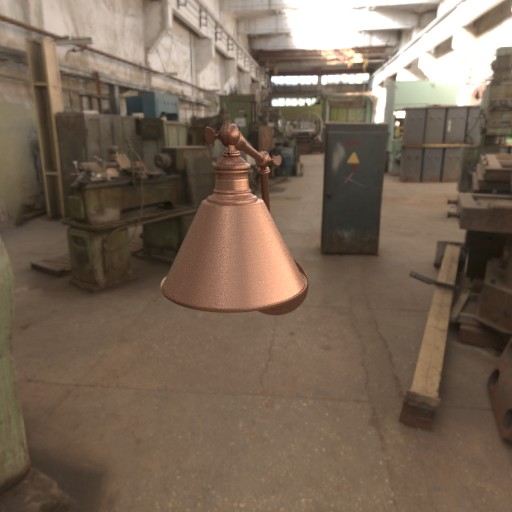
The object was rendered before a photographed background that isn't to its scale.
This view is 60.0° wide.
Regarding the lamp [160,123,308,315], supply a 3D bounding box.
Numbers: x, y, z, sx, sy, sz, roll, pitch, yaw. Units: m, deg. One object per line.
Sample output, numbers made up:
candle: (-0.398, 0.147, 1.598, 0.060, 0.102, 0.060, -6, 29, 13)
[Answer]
lamp: (0.000, 0.000, 0.879, 0.223, 0.502, 0.624, 3, 16, 9)
